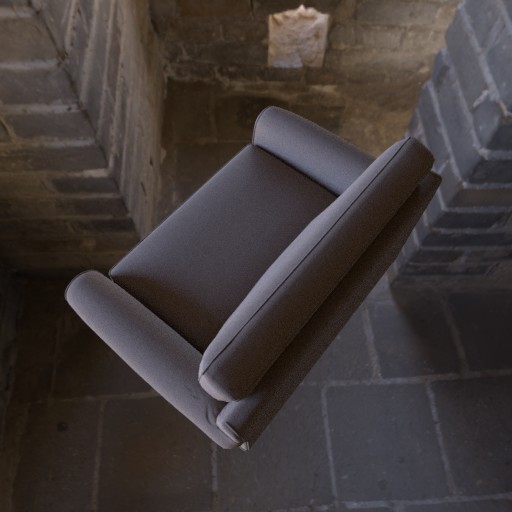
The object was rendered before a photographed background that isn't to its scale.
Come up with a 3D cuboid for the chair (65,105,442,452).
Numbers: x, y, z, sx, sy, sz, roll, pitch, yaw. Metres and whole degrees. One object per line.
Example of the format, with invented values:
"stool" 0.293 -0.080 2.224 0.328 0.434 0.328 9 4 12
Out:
"chair" 0.000 0.000 1.970 0.930 0.930 1.390 36 68 18
